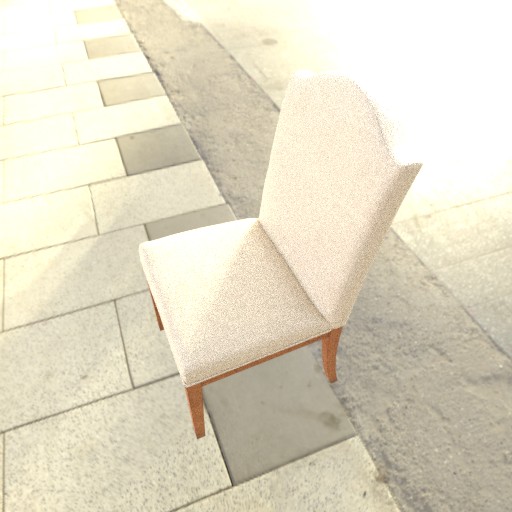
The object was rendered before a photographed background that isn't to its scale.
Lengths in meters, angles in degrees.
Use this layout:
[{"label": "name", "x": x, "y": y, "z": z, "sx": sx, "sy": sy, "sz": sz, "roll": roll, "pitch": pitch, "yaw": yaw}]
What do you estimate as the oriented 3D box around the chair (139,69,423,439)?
[{"label": "chair", "x": 0.000, "y": 0.000, "z": 1.360, "sx": 0.648, "sy": 1.012, "sz": 0.534, "roll": -17, "pitch": 48, "yaw": -16}]
